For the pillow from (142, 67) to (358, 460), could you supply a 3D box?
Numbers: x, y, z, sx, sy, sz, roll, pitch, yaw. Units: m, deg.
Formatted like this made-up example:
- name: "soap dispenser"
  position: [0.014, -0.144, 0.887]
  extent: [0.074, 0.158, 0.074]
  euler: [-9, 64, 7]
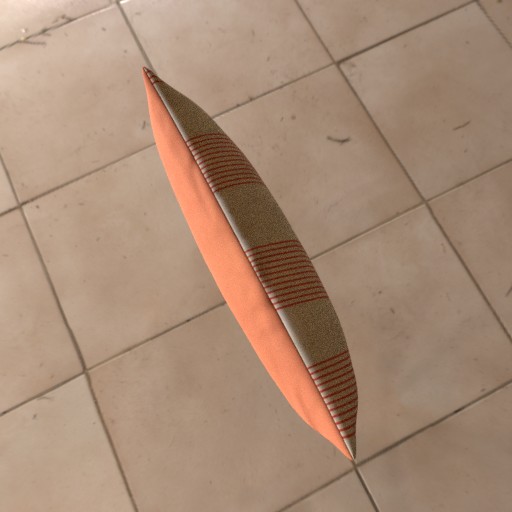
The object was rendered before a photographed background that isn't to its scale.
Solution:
- name: "pillow"
  position: [0.000, 0.000, 0.728]
  extent: [0.156, 0.292, 0.608]
  euler: [-27, 77, -7]
